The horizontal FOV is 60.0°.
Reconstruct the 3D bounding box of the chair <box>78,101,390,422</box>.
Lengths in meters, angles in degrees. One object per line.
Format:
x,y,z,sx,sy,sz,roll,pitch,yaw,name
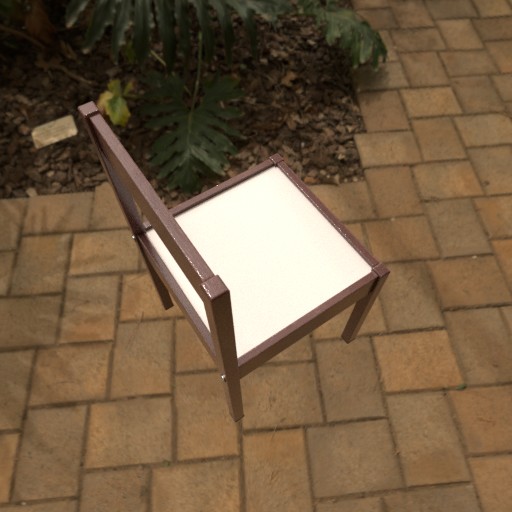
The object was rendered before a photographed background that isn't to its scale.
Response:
0.000,0.000,0.681,0.285,0.505,0.285,-30,63,-17,chair
